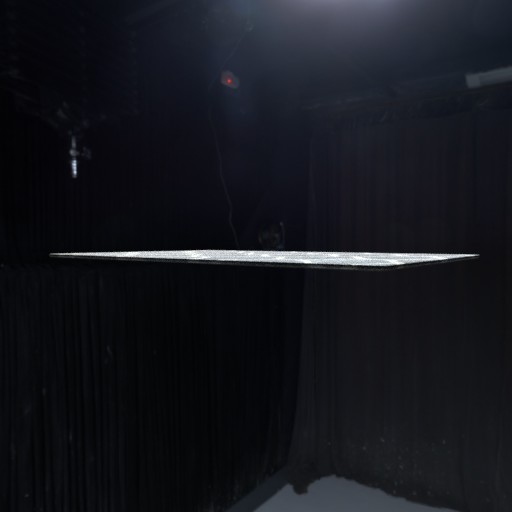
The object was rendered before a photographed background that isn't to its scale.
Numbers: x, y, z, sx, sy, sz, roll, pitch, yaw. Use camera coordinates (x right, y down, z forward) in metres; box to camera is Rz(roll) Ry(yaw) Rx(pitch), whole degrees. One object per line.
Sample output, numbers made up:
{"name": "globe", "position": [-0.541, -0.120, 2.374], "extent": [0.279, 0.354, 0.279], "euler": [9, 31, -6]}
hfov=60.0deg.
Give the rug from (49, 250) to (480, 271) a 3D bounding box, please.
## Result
{"name": "rug", "position": [0.000, 0.000, 3.317], "extent": [2.701, 0.026, 1.801], "euler": [1, 2, 38]}
